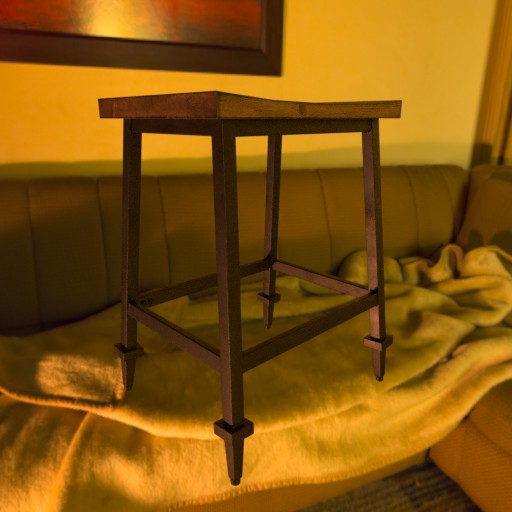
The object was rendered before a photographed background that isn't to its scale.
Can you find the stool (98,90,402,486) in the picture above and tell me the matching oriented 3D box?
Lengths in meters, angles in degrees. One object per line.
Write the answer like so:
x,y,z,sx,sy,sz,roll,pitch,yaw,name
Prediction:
0.000,0.000,0.936,0.486,0.625,0.405,-16,23,-41,stool
